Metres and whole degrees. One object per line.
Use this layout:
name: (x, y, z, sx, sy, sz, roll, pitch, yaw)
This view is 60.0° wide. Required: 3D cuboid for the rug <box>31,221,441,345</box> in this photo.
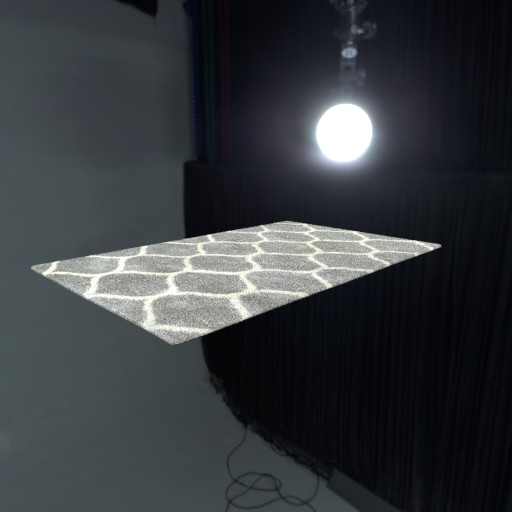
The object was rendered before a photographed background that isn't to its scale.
rug: (0.000, 0.000, 2.953, 2.348, 0.025, 1.501, -14, 19, -43)
